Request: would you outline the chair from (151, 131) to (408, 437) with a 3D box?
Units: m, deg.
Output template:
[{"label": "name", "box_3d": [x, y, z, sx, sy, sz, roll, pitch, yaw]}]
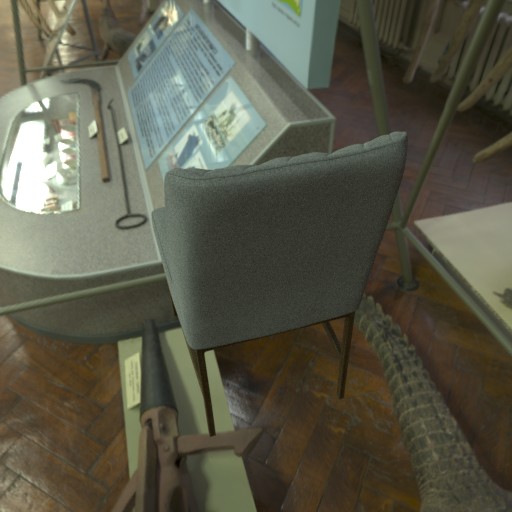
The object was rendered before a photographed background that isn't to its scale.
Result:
[{"label": "chair", "box_3d": [0.000, 0.000, 1.218, 0.508, 0.889, 0.587, -11, 43, -13]}]
